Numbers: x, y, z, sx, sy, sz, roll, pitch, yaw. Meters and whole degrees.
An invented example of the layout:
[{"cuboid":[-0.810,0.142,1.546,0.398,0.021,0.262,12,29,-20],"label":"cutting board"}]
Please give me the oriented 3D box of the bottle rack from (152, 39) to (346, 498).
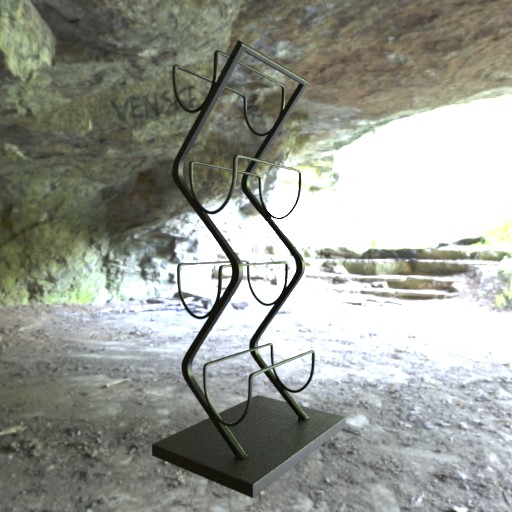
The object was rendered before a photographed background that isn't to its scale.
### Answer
[{"cuboid":[0.000,0.000,0.665,0.178,0.559,0.254,1,2,36],"label":"bottle rack"}]
